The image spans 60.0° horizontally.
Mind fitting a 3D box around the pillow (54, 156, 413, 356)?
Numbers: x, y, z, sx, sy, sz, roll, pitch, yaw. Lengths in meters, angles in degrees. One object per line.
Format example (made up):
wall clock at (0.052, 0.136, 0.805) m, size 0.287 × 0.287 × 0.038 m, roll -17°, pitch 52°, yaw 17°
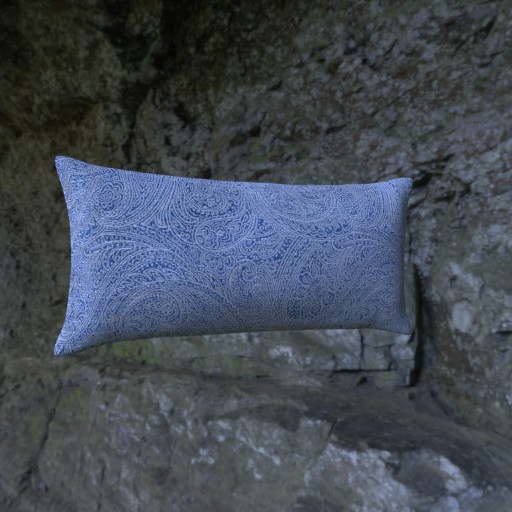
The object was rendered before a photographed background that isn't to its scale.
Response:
pillow at (0.000, 0.000, 0.738) m, size 0.615 × 0.295 × 0.151 m, roll 0°, pitch -1°, yaw -17°
